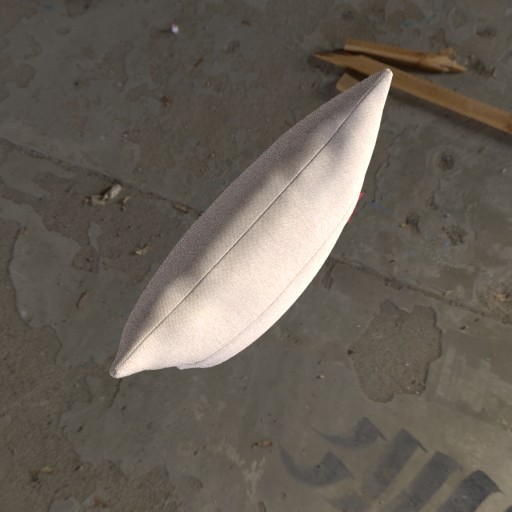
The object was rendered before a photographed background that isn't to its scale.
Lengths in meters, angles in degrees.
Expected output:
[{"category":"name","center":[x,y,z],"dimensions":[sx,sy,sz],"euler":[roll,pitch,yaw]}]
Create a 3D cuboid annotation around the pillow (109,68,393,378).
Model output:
[{"category":"pillow","center":[0.000,0.000,0.660],"dimensions":[0.173,0.436,0.433],"euler":[40,79,9]}]
